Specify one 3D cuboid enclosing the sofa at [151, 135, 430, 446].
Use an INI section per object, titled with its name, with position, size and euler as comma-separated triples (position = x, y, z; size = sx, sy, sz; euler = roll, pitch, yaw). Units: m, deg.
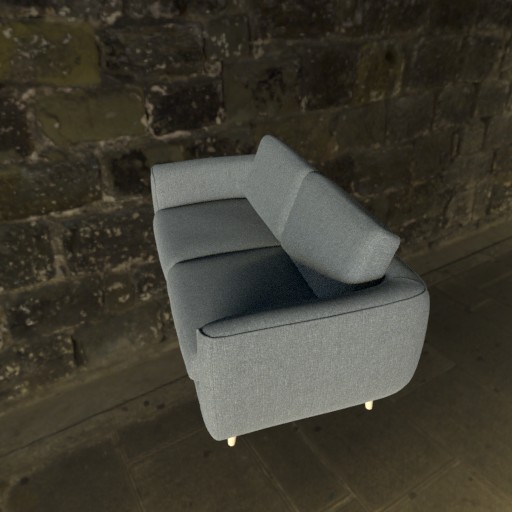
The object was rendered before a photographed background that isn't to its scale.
[sofa]
position = 0.000, 0.000, 2.221
size = 0.920, 0.870, 1.700
euler = -9, 32, -15
